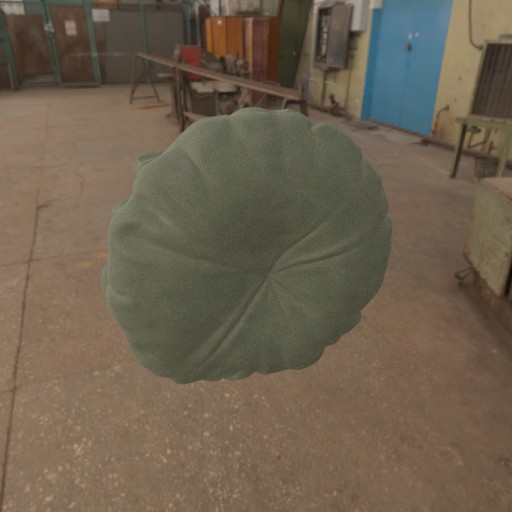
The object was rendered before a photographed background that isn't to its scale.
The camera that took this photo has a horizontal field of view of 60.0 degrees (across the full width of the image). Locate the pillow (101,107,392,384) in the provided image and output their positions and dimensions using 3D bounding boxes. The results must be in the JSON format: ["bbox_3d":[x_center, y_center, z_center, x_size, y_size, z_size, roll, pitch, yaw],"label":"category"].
[{"bbox_3d":[0.000,0.000,0.636,0.428,0.407,0.148,-9,28,-17],"label":"pillow"}]
